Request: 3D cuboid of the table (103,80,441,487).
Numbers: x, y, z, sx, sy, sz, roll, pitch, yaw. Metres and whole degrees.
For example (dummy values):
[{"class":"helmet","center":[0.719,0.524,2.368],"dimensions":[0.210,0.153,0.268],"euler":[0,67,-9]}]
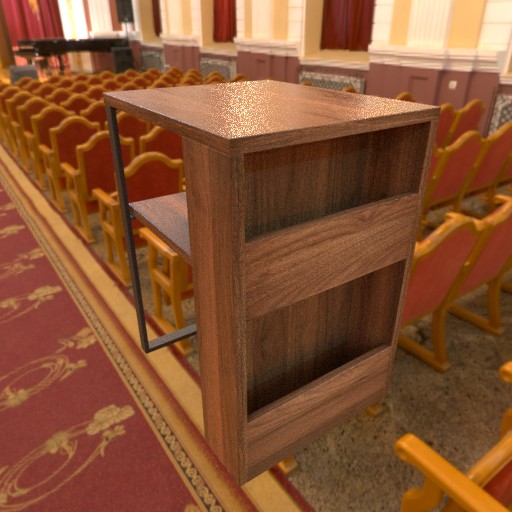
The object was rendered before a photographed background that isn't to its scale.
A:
[{"class":"table","center":[0.000,0.000,1.544],"dimensions":[0.660,1.041,0.786],"euler":[-18,32,-30]}]
